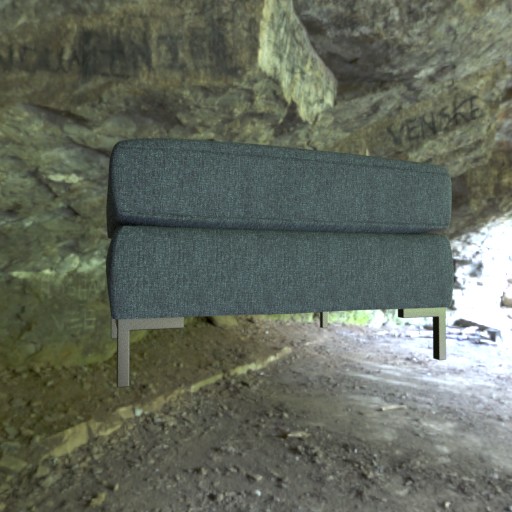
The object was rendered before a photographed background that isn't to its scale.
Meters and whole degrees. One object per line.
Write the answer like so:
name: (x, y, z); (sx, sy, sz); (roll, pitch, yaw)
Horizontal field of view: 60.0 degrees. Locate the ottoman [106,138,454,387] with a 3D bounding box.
ottoman: (0.000, 0.000, 1.300); (0.831, 0.533, 0.695); (1, -2, -19)
